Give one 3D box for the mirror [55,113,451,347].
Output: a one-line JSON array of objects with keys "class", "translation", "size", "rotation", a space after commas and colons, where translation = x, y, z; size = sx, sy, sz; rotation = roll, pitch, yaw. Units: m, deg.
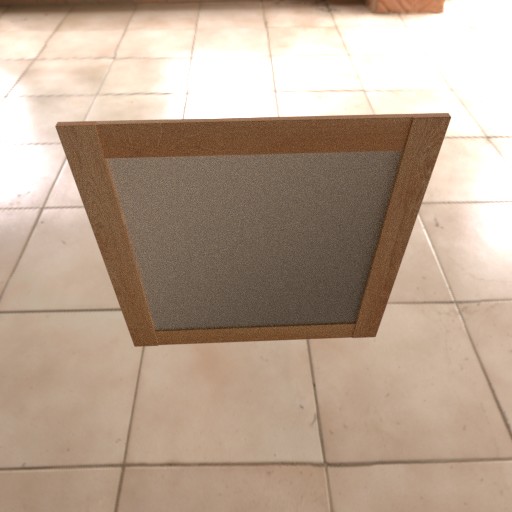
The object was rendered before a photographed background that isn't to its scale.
[{"class": "mirror", "translation": [0.000, 0.000, 1.188], "size": [0.800, 0.800, 0.020], "rotation": [-2, 46, -2]}]
